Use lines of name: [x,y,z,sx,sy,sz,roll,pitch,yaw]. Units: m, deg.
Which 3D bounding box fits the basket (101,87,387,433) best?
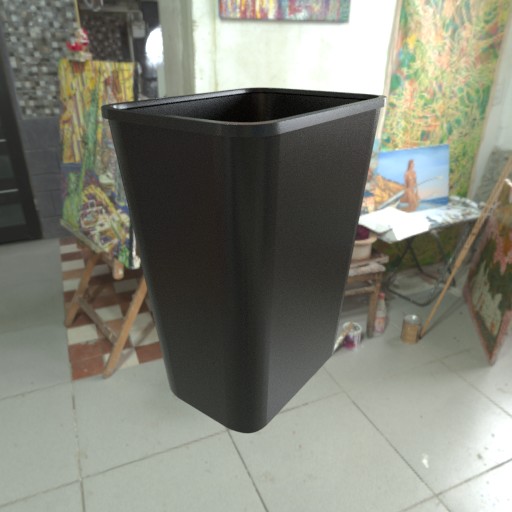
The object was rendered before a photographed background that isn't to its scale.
basket: [0.000,0.000,0.781,0.287,0.521,0.394,18,31,33]
